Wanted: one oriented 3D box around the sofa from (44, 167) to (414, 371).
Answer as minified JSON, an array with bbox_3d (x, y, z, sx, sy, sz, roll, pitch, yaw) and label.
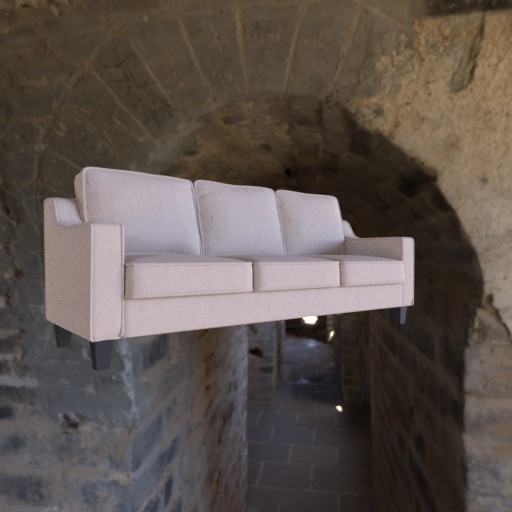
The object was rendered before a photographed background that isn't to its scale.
[{"bbox_3d":[0.000,0.000,2.596,2.131,0.902,0.791,0,0,-38],"label":"sofa"}]
